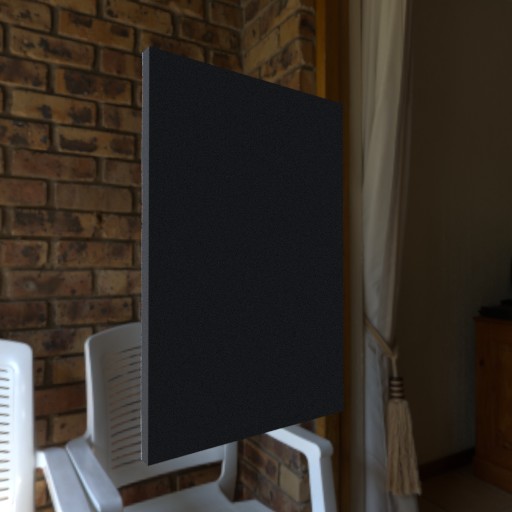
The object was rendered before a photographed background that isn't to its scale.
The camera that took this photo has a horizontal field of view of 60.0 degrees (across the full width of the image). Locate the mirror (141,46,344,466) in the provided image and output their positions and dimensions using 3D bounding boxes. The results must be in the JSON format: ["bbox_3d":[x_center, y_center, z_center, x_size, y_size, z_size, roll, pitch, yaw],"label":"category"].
[{"bbox_3d":[0.000,0.000,1.157,0.606,0.912,0.044,1,-1,-36],"label":"mirror"}]
